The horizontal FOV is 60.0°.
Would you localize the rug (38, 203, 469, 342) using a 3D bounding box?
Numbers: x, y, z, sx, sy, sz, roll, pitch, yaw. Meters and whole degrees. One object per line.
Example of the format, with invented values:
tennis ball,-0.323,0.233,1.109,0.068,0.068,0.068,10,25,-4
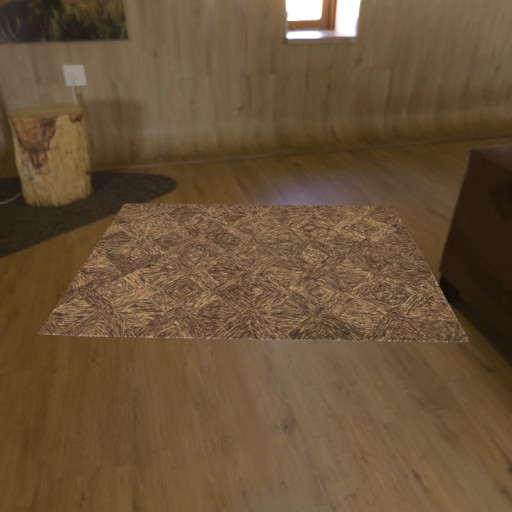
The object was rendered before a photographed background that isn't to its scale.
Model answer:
rug,0.000,0.000,5.432,4.093,0.020,2.997,1,31,1
